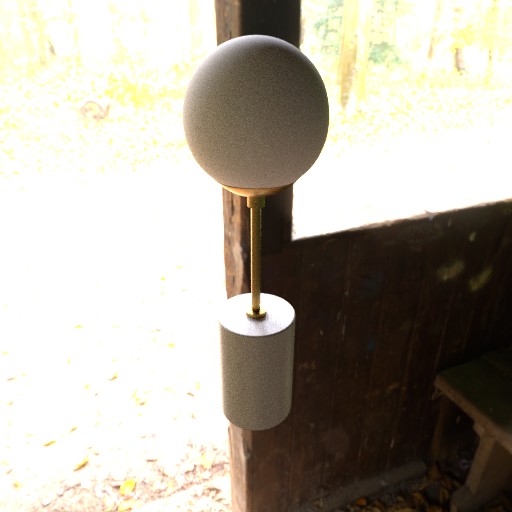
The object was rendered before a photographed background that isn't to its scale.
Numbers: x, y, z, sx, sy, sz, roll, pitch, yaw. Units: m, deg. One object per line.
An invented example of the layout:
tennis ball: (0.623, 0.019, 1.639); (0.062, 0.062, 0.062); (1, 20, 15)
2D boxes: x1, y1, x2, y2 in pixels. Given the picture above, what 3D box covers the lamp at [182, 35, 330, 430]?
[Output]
lamp: (0.000, 0.000, 0.538); (0.153, 0.480, 0.153); (0, 27, 0)
